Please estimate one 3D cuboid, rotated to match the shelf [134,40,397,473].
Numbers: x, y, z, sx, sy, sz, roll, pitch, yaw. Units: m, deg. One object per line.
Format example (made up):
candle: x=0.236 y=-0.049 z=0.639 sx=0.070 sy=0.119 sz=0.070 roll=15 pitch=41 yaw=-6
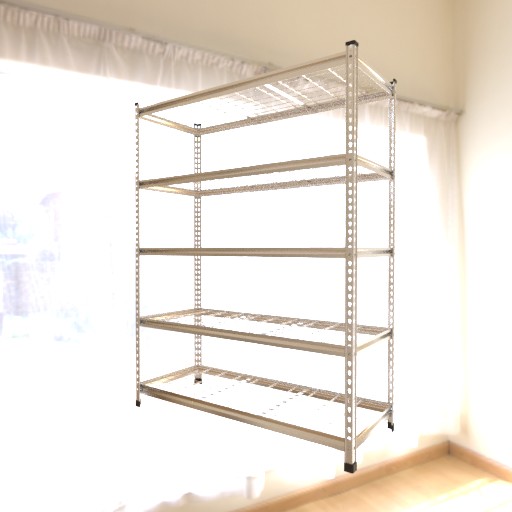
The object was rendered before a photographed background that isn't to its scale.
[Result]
shelf: x=0.000 y=0.000 z=2.708 sx=1.524 sy=1.981 sz=0.610 roll=1 pitch=1 yaw=35
